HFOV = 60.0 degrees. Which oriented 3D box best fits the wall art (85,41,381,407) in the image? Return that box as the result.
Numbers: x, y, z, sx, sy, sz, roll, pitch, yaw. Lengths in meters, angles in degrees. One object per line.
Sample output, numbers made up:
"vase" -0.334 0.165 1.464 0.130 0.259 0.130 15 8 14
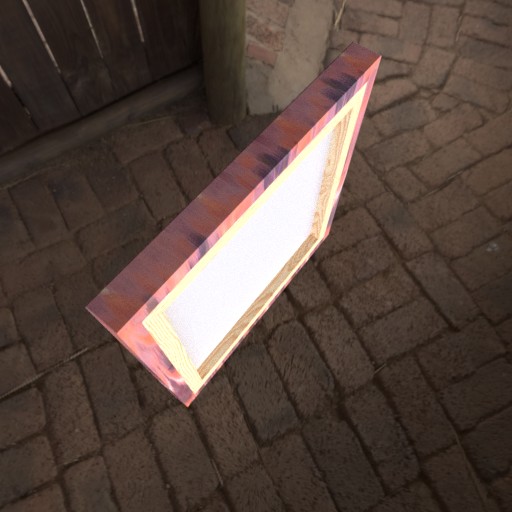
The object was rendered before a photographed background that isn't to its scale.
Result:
"wall art" 0.000 0.000 0.606 0.038 0.406 0.403 35 69 16
